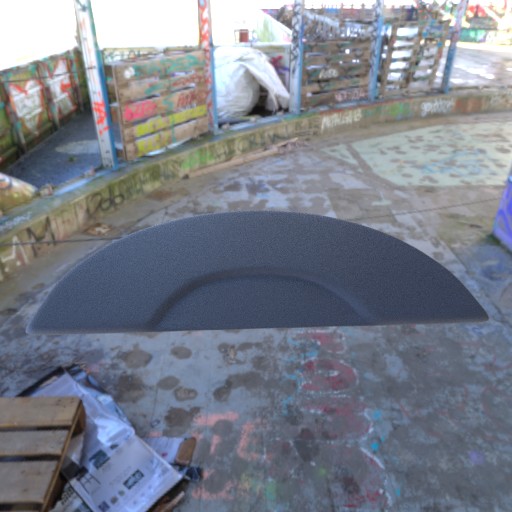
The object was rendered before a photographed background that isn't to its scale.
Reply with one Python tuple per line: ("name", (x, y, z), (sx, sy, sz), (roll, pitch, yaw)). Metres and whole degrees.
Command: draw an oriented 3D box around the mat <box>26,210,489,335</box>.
("mat", (0.000, 0.000, 1.817), (1.525, 0.016, 0.917), (-1, 30, -2))
